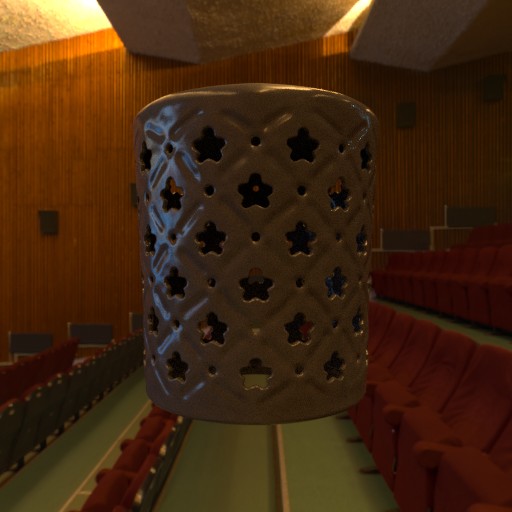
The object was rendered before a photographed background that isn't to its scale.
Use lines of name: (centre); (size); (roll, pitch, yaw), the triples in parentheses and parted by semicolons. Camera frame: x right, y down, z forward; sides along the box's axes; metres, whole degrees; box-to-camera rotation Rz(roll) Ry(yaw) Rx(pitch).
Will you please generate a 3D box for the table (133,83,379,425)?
table: (0.000, 0.000, 0.656); (0.352, 0.387, 0.352); (0, 0, 0)
